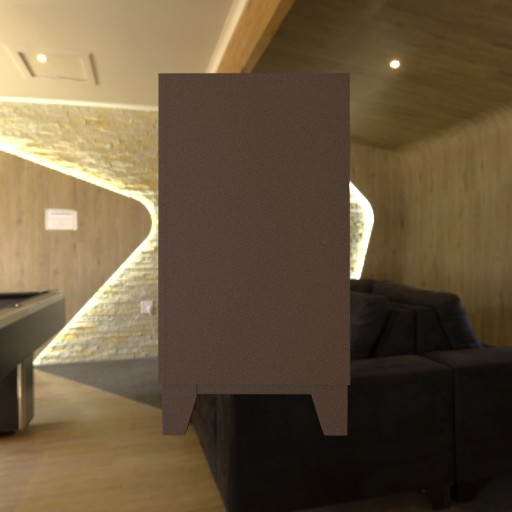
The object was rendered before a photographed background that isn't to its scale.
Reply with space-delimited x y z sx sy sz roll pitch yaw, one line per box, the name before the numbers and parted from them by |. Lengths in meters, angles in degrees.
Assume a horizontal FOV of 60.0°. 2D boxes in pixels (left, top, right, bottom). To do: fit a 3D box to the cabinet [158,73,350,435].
cabinet | 0.000 0.000 1.810 0.482 0.914 1.396 0 0 0
